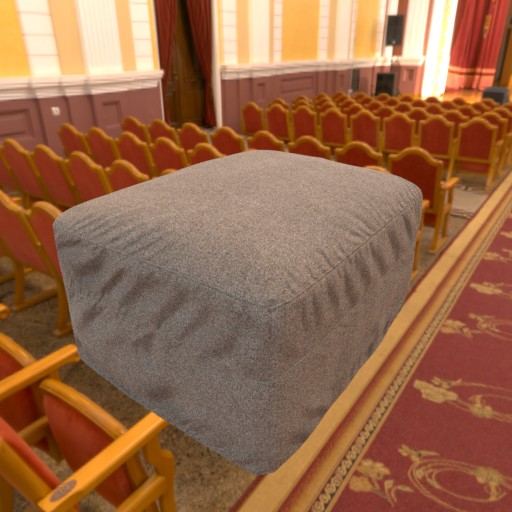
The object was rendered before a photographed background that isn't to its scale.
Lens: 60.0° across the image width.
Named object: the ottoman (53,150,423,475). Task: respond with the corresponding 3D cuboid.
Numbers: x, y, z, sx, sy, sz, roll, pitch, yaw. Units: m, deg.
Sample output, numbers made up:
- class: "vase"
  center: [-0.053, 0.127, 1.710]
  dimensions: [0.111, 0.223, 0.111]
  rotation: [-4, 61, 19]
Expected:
- class: "ottoman"
  center: [0.000, 0.000, 1.225]
  dimensions: [0.683, 0.481, 0.837]
  rotation: [17, 30, 32]
